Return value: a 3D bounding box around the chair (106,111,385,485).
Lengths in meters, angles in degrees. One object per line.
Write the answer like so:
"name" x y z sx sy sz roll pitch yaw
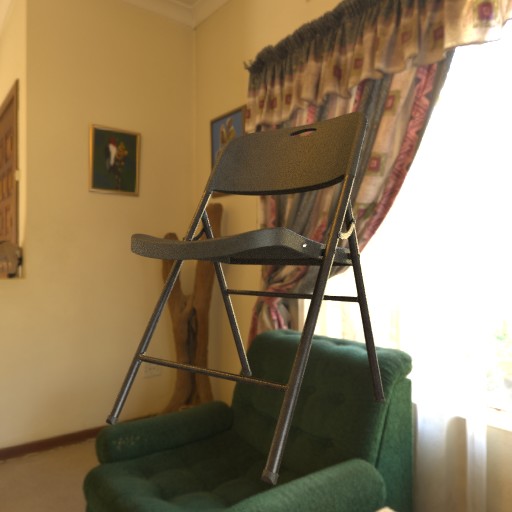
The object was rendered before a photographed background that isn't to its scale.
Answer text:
"chair" 0.000 0.000 1.149 0.494 0.810 0.566 0 0 36
